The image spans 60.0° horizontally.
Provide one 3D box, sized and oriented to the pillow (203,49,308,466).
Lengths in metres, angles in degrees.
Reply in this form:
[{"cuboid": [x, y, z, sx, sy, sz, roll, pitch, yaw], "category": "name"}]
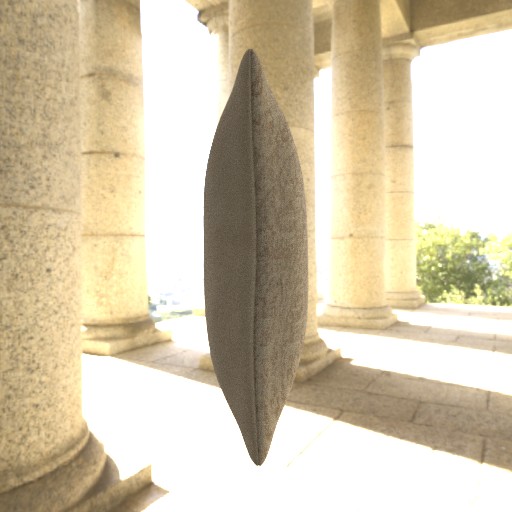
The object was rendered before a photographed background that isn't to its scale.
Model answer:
[{"cuboid": [0.000, 0.000, 0.788, 0.166, 0.510, 0.523, 0, 1, 0], "category": "pillow"}]
